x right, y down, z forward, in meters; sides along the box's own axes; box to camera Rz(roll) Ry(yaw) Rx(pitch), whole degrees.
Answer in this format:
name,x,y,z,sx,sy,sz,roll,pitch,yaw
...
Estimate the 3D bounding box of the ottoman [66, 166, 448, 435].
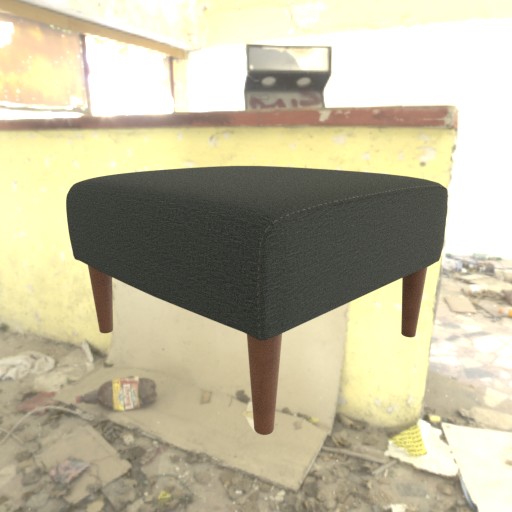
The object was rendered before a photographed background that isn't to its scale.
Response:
name,x,y,z,sx,sy,sz,roll,pitch,yaw
ottoman,0.000,0.000,1.058,0.650,0.398,0.649,15,21,43
